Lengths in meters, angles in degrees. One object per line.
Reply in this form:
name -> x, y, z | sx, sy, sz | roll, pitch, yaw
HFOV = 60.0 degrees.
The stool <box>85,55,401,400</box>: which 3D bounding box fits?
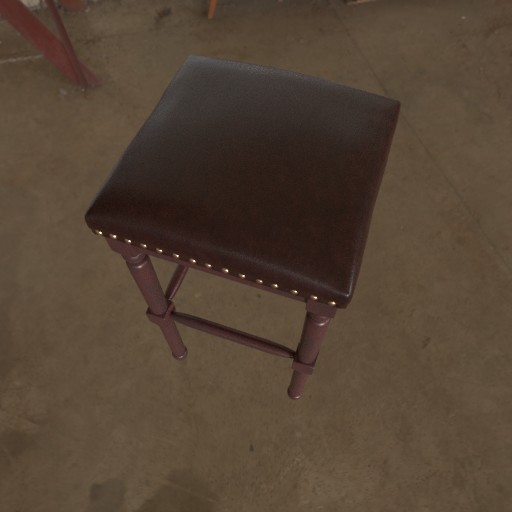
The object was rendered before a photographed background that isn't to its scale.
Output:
stool -> 0.000, 0.000, 0.928 | 0.383, 0.702, 0.382 | 16, 61, 9
